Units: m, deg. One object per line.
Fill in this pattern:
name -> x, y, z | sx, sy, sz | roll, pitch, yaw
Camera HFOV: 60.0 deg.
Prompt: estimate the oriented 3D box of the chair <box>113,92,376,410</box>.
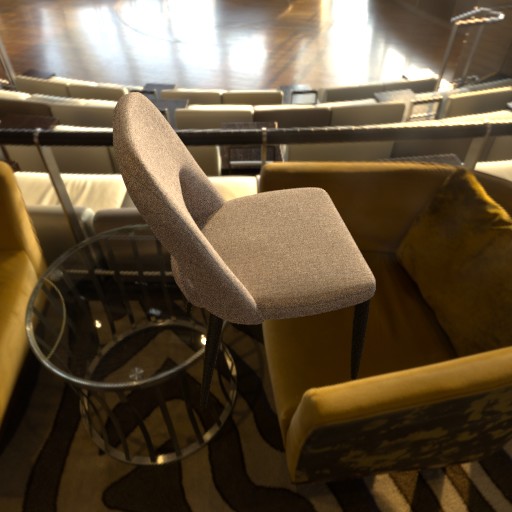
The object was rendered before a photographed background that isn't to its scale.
chair -> 0.000, 0.000, 1.286 | 0.612, 0.931, 0.470 | -9, 46, -9
